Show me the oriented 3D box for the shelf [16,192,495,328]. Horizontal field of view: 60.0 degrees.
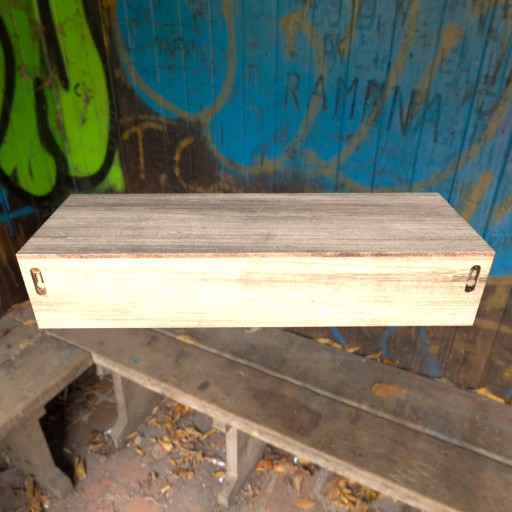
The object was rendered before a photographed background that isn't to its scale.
[{"bbox_3d":[0.000,0.000,0.681,0.610,0.125,0.200,0,30,-1],"label":"shelf"}]
